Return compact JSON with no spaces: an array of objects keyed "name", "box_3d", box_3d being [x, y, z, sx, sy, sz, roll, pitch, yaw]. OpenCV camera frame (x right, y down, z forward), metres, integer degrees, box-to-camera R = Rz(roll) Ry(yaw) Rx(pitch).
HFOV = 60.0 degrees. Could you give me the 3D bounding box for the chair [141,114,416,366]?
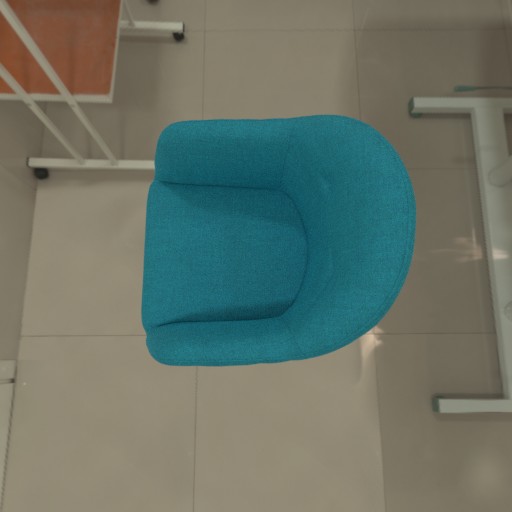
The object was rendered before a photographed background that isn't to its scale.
[{"name":"chair","box_3d":[0.000,0.000,1.145,0.565,0.775,0.545,0,77,0]}]
